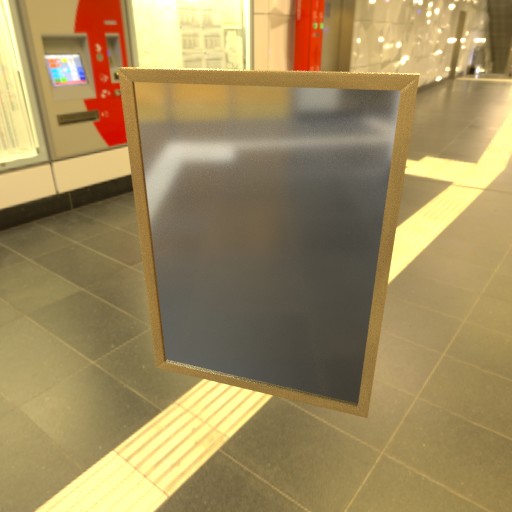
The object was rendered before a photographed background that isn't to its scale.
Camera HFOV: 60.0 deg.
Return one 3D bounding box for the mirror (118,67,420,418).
[{"bbox_3d":[0.000,0.000,1.313,0.762,1.016,0.040,8,27,16],"label":"mirror"}]
